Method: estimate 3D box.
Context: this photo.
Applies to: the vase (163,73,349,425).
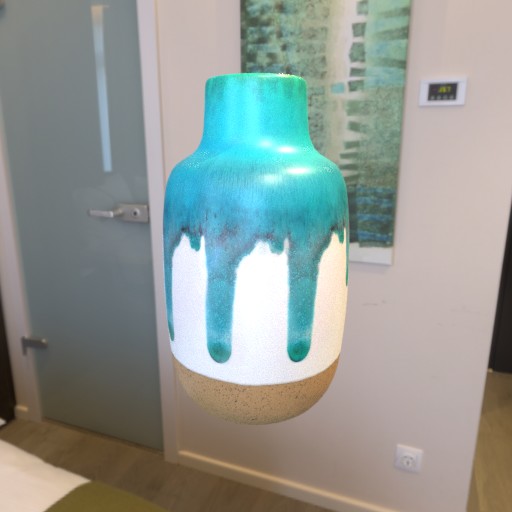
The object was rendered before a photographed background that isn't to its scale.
[{"bbox_3d":[0.000,0.000,0.257,0.106,0.192,0.106,0,14,0],"label":"vase"}]
